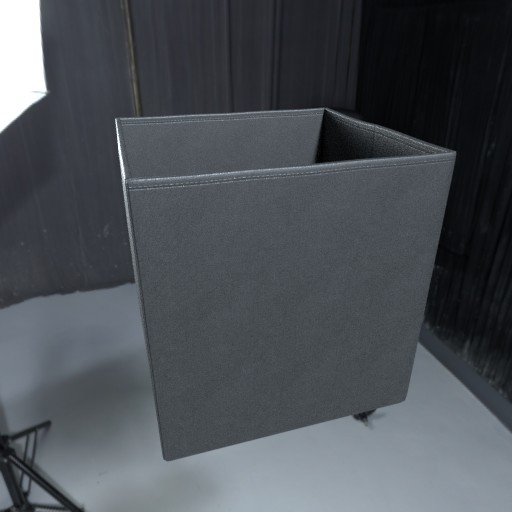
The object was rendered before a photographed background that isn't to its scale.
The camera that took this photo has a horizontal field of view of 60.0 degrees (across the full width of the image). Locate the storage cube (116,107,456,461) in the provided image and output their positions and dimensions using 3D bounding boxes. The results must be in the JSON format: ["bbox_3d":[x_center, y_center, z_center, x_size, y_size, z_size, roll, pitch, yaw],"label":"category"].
[{"bbox_3d":[0.000,0.000,0.504,0.270,0.280,0.270,-8,28,-15],"label":"storage cube"}]
